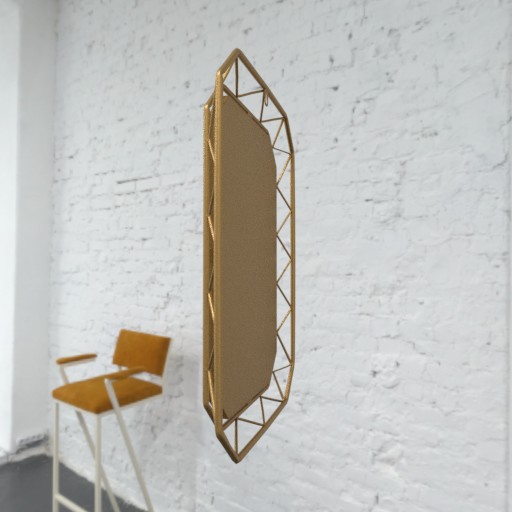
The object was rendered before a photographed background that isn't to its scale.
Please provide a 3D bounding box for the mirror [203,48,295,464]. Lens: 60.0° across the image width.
[{"bbox_3d":[0.000,0.000,0.733,0.042,0.566,0.417,0,-2,18],"label":"mirror"}]
